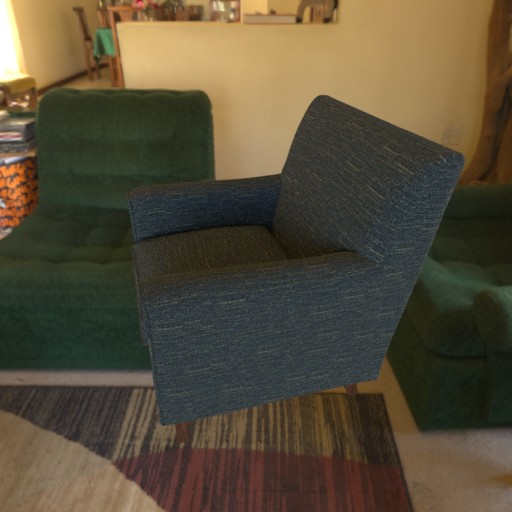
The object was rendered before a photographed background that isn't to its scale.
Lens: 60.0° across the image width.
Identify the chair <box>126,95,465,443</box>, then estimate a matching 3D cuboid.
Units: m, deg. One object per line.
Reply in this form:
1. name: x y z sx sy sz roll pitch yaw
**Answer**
1. chair: 0.000 0.000 1.601 0.873 0.928 0.864 -9 31 -14
